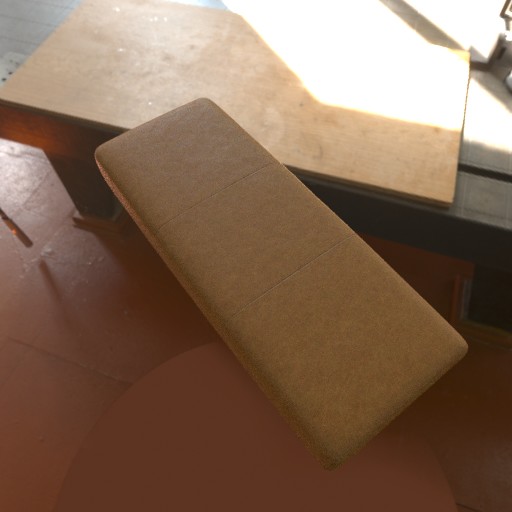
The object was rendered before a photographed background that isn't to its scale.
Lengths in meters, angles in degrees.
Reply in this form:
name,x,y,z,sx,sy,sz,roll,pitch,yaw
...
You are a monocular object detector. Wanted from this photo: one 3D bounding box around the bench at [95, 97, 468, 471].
name,x,y,z,sx,sy,sz,roll,pitch,yaw
bench,0.000,0.000,1.857,0.653,0.399,1.610,-33,63,-19
